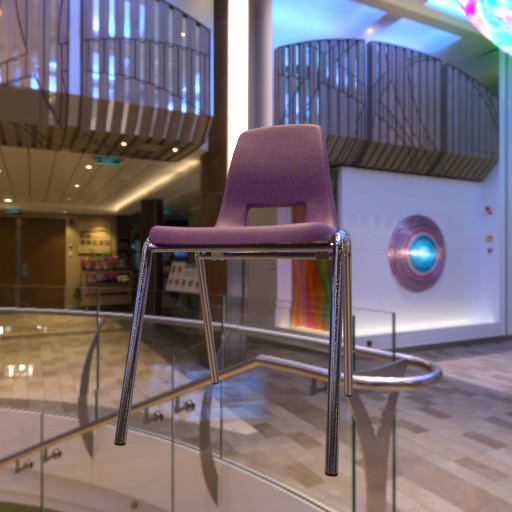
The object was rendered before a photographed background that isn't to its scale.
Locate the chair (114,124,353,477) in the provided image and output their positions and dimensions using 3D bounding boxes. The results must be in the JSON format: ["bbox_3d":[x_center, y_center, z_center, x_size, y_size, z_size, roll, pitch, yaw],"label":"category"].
[{"bbox_3d":[0.000,0.000,0.906,0.381,0.654,0.432,0,0,17],"label":"chair"}]
